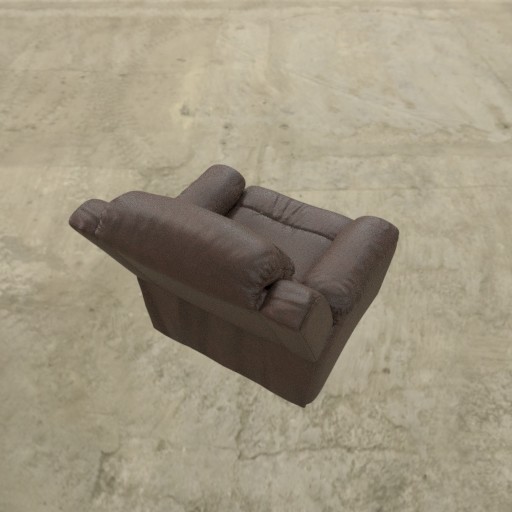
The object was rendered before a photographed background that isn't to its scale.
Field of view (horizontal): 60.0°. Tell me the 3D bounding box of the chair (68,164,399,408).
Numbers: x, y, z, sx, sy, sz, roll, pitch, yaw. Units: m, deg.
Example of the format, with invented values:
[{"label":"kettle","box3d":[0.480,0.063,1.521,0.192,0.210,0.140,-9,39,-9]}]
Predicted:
[{"label":"chair","box3d":[0.000,0.000,1.291,0.680,0.702,0.707,23,50,21]}]
